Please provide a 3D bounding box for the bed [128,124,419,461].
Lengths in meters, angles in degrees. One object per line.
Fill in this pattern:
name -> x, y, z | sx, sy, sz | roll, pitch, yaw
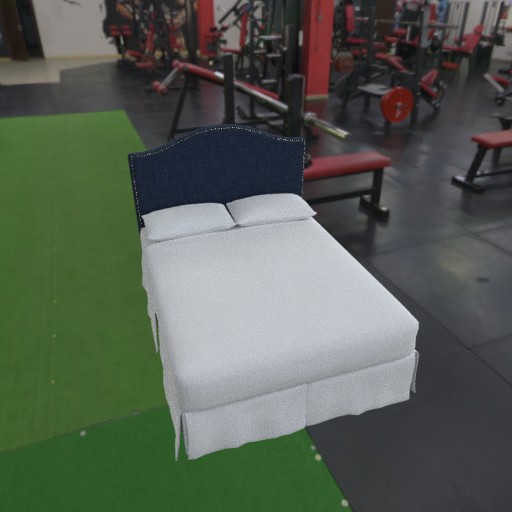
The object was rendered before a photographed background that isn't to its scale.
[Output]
bed -> 0.000, 0.000, 3.424 | 1.725, 1.518, 2.153 | -10, 32, -16
